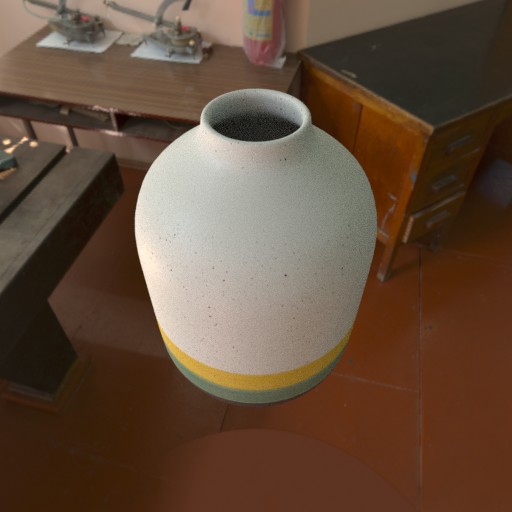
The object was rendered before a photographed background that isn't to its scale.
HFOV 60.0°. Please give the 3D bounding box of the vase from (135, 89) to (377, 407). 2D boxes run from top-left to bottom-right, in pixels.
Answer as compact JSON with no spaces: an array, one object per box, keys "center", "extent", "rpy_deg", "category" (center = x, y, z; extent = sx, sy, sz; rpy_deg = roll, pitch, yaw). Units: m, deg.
[{"center":[0.000,0.000,0.343],"extent":[0.169,0.240,0.169],"rpy_deg":[0,47,0],"category":"vase"}]
